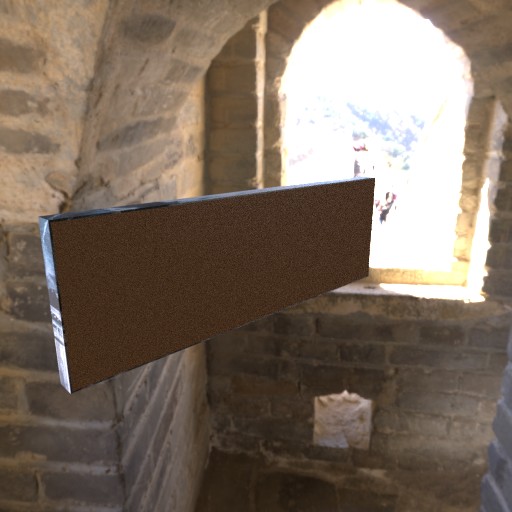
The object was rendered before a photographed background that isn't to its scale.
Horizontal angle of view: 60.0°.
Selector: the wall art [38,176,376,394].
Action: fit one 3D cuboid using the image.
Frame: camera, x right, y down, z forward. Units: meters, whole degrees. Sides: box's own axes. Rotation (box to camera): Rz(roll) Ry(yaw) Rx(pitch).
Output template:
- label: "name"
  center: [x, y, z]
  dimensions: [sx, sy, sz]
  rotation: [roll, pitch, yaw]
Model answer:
- label: "wall art"
  center: [0.000, 0.000, 0.858]
  dimensions: [0.759, 0.251, 0.037]
  rotation: [-15, 22, -41]
